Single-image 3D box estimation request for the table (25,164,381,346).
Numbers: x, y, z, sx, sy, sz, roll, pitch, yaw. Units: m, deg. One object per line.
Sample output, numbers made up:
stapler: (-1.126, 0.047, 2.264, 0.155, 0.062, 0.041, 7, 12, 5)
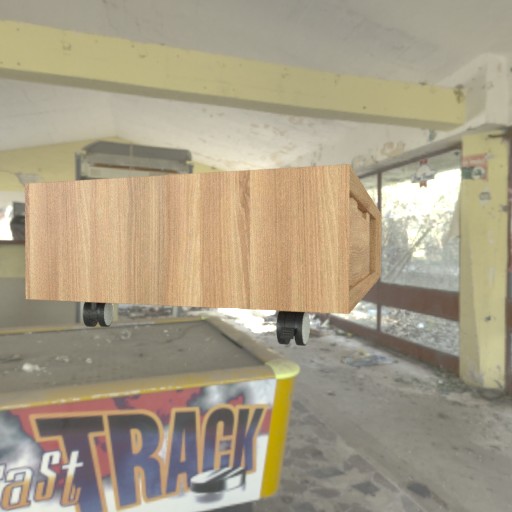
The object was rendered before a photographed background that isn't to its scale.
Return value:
table: (0.000, 0.000, 1.384, 0.700, 0.330, 1.100, 0, 1, 18)
